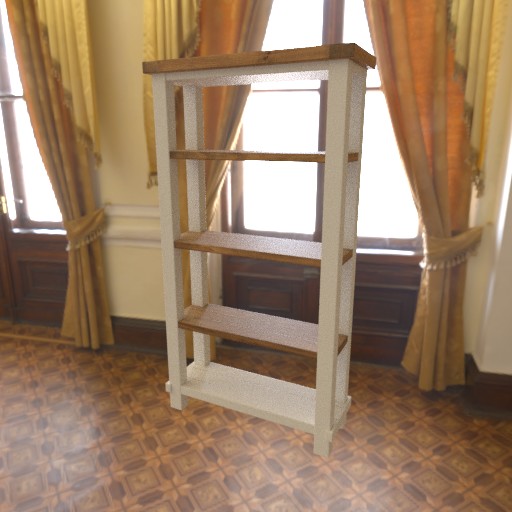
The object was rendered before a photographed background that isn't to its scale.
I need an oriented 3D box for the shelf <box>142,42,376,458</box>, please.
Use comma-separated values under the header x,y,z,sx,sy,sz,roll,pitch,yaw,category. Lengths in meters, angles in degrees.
x,y,z,sx,sy,sz,roll,pitch,yaw,category
0.000,0.000,2.291,1.022,1.878,0.381,7,17,26,shelf
